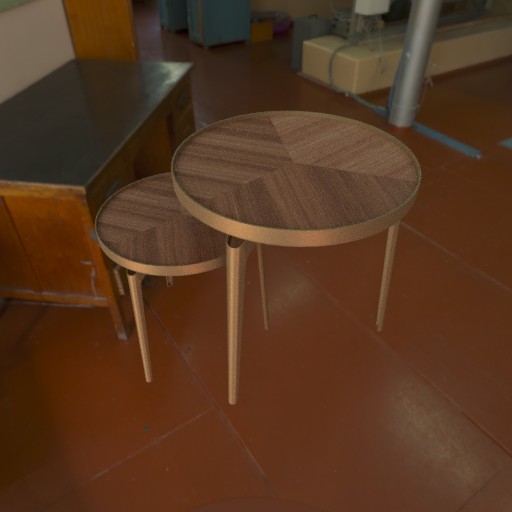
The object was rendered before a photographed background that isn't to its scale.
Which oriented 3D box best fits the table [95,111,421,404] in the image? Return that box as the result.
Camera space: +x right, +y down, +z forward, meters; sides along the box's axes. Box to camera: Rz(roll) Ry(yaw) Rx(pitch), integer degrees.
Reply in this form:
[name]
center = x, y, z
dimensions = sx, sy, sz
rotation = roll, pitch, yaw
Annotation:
[table]
center = 0.000, 0.000, 1.141
dimensions = 0.751, 0.555, 0.532
rotation = 0, 40, 0
